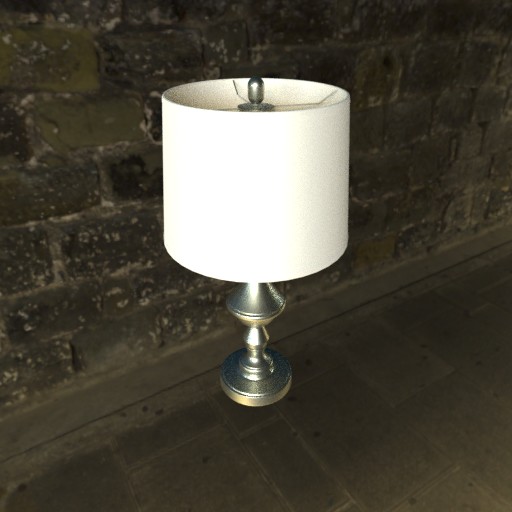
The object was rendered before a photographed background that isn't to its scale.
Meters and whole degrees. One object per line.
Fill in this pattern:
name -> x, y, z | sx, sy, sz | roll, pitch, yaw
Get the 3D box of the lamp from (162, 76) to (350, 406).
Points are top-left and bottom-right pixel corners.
lamp -> 0.000, 0.000, 0.967 | 0.383, 0.733, 0.383 | 0, 30, 0
